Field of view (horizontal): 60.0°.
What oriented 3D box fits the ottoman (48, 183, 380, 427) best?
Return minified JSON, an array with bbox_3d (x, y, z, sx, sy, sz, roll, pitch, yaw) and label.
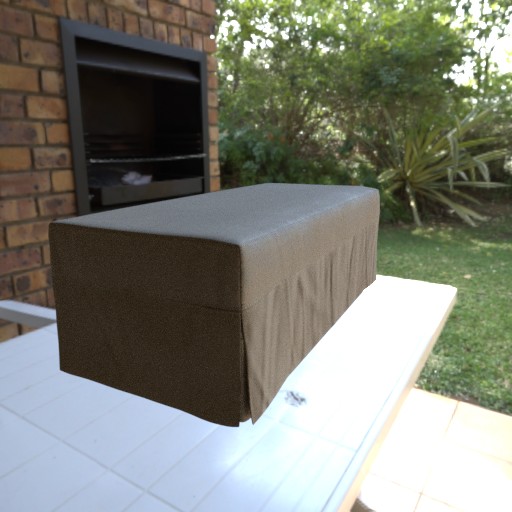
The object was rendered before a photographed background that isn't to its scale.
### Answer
[{"bbox_3d":[0.000,0.000,1.699,0.665,0.457,1.388,7,16,27],"label":"ottoman"}]
